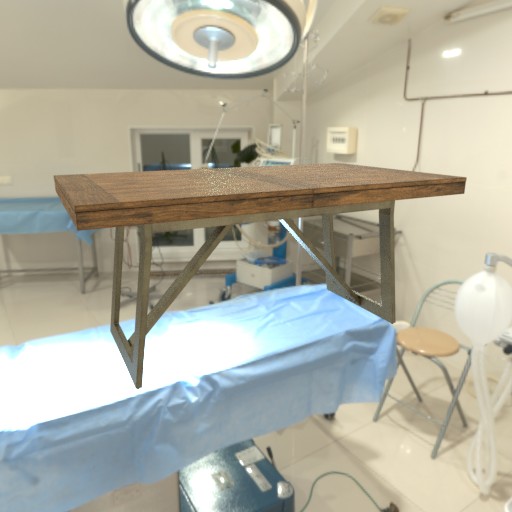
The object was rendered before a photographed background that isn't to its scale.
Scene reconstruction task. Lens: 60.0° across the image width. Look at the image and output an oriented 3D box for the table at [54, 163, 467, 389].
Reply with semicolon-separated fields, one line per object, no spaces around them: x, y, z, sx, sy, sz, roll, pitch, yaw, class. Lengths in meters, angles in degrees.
0.000;0.000;2.129;1.641;0.757;0.931;-8;18;-26;table
